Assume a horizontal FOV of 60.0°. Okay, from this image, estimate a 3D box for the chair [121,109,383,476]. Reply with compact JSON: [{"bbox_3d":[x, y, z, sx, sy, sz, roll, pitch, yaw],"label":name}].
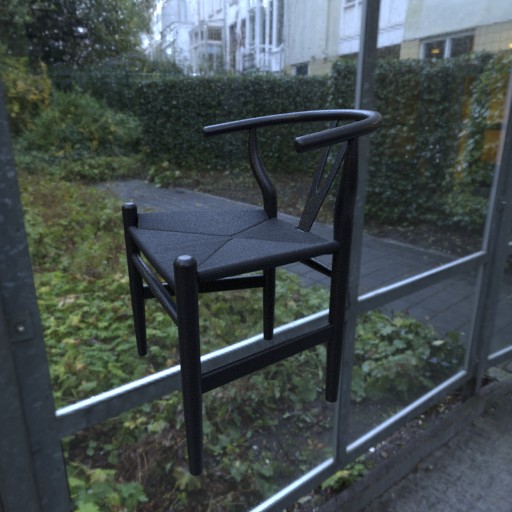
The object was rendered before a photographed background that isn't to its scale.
[{"bbox_3d":[0.000,0.000,1.164,0.579,0.730,0.569,-9,20,-24],"label":"chair"}]
